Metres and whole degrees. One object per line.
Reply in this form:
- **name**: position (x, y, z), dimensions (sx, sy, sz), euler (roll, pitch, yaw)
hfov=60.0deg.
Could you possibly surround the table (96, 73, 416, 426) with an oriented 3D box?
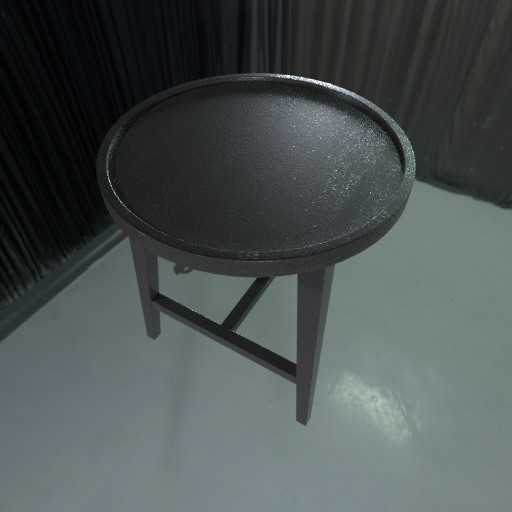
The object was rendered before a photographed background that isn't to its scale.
- **table**: position (0.000, 0.000, 0.909), dimensions (0.500, 0.531, 0.500), euler (0, 48, 0)
